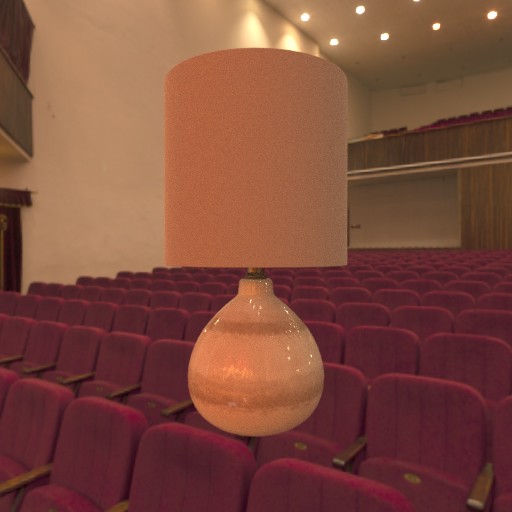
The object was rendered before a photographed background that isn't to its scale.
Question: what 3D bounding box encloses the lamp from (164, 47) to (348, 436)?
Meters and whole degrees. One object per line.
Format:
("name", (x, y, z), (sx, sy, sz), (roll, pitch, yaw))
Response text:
("lamp", (0.000, 0.000, 0.537), (0.217, 0.404, 0.217), (0, 1, 36))
